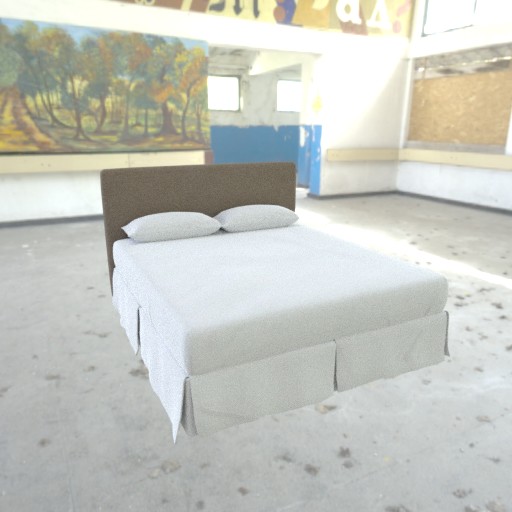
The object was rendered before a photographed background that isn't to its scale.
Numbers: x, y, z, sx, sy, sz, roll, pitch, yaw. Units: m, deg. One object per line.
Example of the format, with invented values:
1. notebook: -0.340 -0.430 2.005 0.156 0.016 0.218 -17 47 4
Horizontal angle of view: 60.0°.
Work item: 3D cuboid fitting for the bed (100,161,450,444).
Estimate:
1. bed: 0.000 0.000 3.640 2.119 1.317 2.341 -8 18 -26
